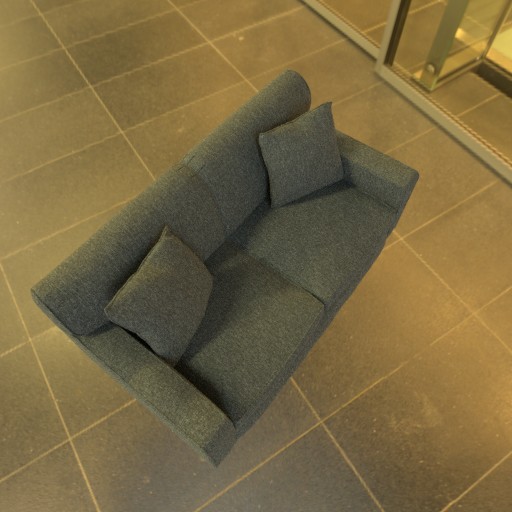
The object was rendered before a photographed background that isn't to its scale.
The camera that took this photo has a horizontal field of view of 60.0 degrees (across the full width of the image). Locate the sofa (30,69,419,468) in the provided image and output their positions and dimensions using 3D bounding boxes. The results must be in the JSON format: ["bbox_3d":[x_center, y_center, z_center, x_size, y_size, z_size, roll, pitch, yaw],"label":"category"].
[{"bbox_3d":[0.000,0.000,2.388,0.998,0.958,1.846,33,64,18],"label":"sofa"}]
